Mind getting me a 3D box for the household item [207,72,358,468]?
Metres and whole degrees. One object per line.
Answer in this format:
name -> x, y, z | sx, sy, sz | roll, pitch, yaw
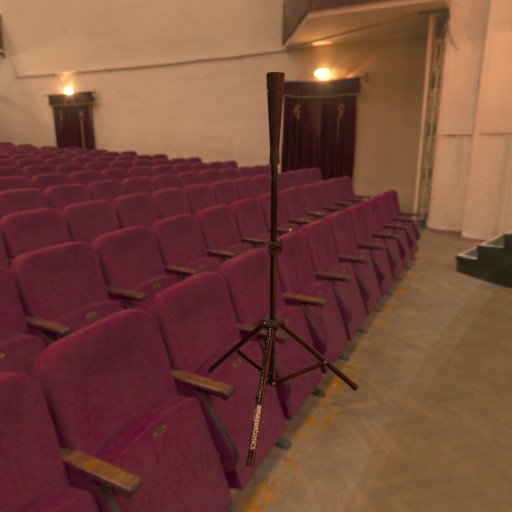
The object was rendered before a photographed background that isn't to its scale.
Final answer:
household item -> 0.000, 0.000, 1.380 | 0.559, 1.067, 0.559 | 8, 16, 27
